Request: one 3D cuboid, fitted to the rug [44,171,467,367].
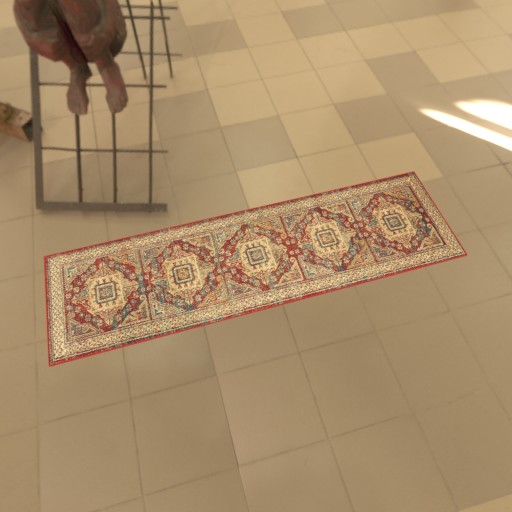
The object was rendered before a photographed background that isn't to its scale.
[{"bbox_3d":[0.000,0.000,2.493,2.292,0.015,0.659,-14,59,-9],"label":"rug"}]
